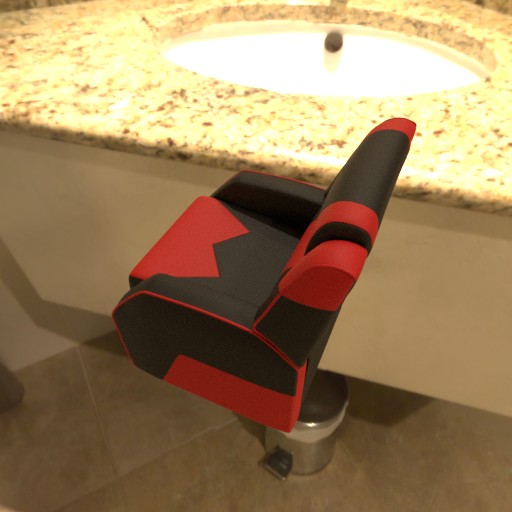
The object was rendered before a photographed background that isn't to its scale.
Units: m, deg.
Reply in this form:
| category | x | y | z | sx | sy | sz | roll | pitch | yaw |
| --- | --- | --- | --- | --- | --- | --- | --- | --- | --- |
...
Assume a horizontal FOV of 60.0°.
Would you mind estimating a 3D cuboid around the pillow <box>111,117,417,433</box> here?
| category | x | y | z | sx | sy | sz | roll | pitch | yaw |
| --- | --- | --- | --- | --- | --- | --- | --- | --- | --- |
| pillow | 0.000 | 0.000 | 1.320 | 0.672 | 0.805 | 0.620 | 18 | 47 | 17 |
